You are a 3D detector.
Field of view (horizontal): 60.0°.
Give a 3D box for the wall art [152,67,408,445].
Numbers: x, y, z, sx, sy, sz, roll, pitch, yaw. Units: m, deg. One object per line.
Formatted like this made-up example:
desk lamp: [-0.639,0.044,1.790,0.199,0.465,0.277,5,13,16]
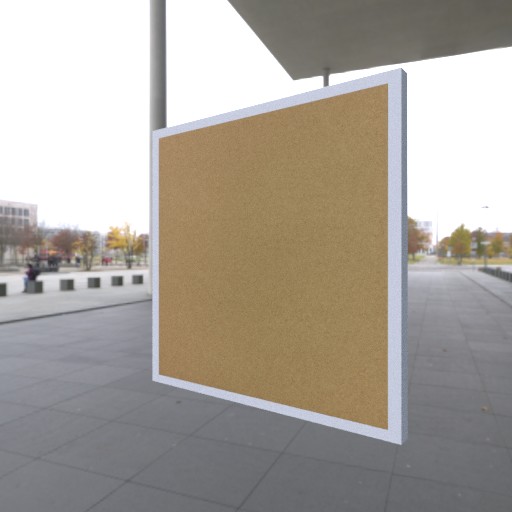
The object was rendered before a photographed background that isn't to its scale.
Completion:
wall art: [0.000,0.000,1.137,0.763,0.761,0.038,0,0,37]
